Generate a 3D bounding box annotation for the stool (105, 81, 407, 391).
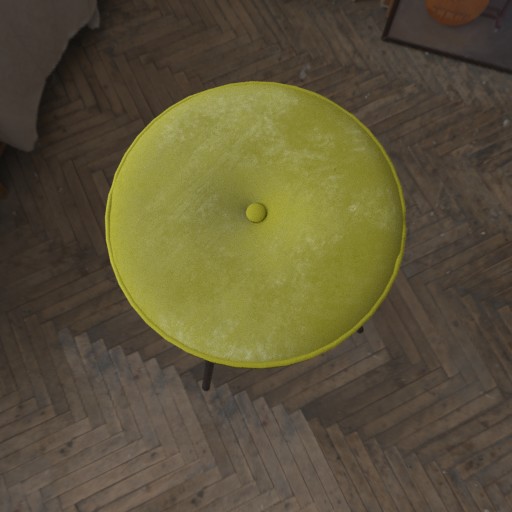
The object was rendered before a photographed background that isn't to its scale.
[{"bbox_3d":[0.000,0.000,0.828,0.409,0.508,0.409,-19,77,-5],"label":"stool"}]
